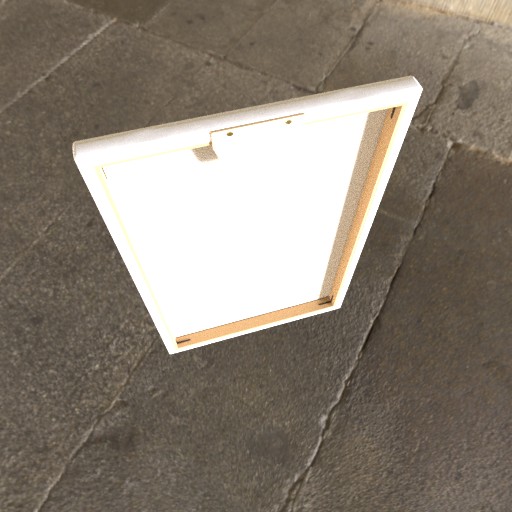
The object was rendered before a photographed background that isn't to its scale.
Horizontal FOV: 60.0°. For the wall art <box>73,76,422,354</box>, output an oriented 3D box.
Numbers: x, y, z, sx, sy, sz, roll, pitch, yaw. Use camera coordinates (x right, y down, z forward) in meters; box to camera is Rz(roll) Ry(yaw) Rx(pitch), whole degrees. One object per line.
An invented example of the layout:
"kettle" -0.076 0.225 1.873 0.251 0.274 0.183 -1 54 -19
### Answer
"wall art" 0.000 0.000 1.125 0.602 0.902 0.048 -14 59 -8
